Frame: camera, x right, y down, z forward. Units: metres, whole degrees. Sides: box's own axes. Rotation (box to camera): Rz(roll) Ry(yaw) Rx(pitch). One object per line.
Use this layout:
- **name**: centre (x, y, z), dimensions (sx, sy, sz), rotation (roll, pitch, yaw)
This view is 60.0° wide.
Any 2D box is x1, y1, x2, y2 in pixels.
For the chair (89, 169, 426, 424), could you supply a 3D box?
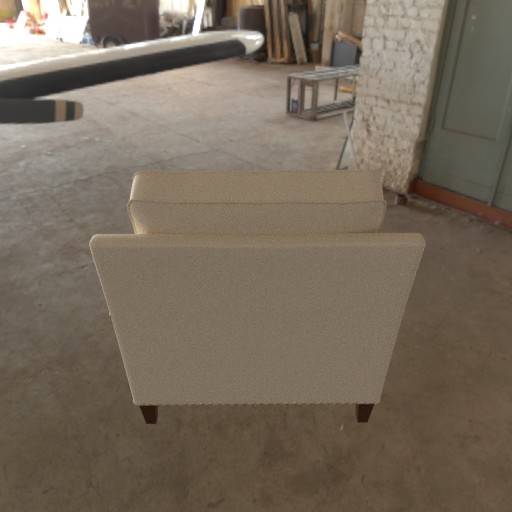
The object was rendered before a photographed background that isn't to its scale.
- **chair**: centre (0.000, 0.000, 1.700), dimensions (0.853, 0.943, 1.014), rotation (0, 30, 0)
